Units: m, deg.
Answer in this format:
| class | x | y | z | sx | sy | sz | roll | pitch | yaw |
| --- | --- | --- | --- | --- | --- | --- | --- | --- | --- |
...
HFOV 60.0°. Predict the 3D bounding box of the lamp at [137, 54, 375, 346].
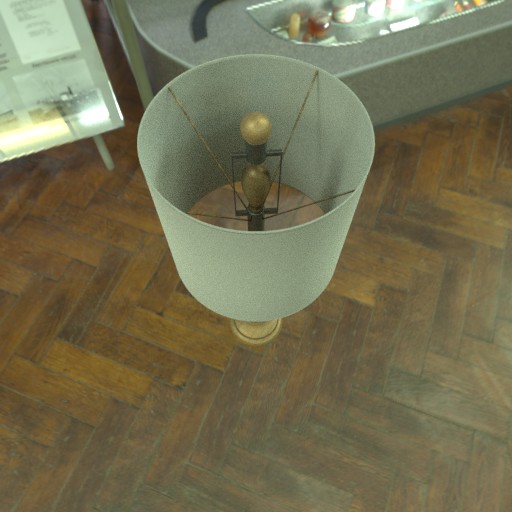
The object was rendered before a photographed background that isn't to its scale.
| class | x | y | z | sx | sy | sz | roll | pitch | yaw |
| --- | --- | --- | --- | --- | --- | --- | --- | --- | --- |
| lamp | 0.000 | 0.000 | 0.713 | 0.250 | 0.597 | 0.250 | 33 | 66 | 16 |
